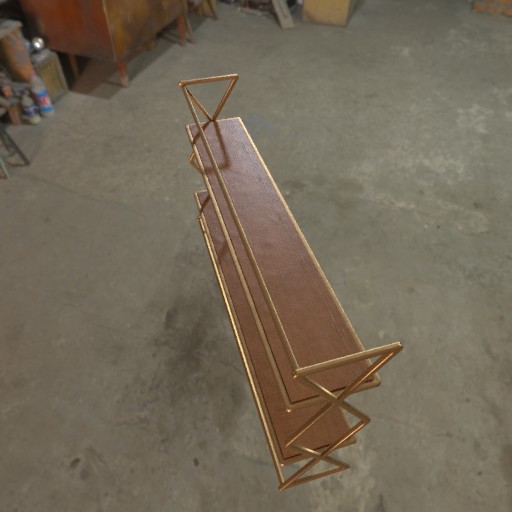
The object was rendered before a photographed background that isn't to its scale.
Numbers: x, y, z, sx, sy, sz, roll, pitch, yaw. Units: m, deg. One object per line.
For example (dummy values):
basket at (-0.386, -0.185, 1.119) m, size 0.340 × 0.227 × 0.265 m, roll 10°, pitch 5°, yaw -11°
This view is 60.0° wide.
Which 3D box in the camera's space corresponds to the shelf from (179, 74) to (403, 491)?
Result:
shelf at (0.000, 0.000, 0.982) m, size 0.150 × 0.450 × 0.822 m, roll -12°, pitch 47°, yaw -11°
